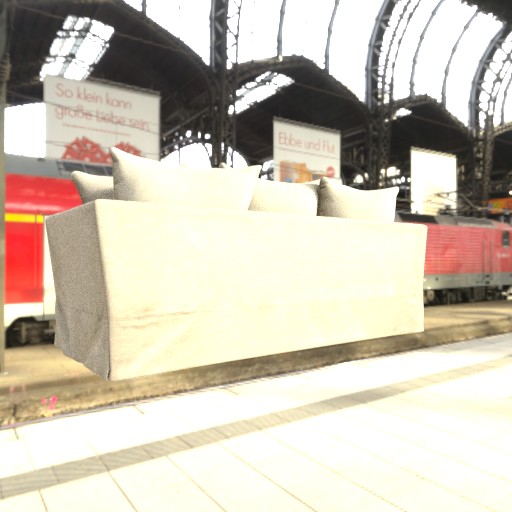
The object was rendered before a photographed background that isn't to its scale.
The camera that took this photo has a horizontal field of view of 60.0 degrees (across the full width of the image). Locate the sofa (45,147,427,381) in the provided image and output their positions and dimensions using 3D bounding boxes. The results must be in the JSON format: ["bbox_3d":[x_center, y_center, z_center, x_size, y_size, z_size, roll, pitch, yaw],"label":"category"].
[{"bbox_3d":[0.000,0.000,2.821,2.290,1.034,1.031,0,-1,-36],"label":"sofa"}]
